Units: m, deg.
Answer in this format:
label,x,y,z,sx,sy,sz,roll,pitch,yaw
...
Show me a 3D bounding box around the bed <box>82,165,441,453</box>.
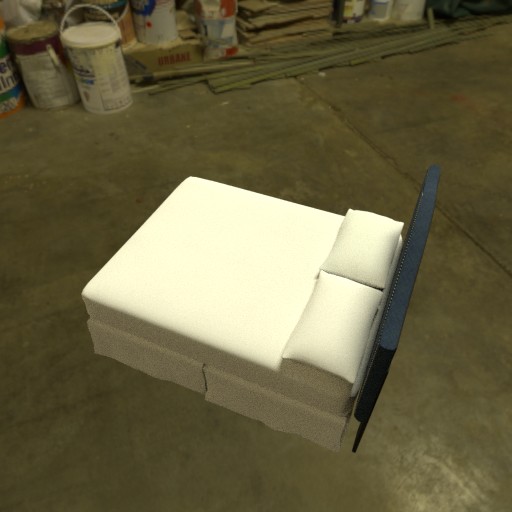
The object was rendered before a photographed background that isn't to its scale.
label,x,y,z,sx,sy,sz,roll,pitch,yaw
bed,0.000,0.000,3.275,2.153,1.518,1.713,17,48,16
